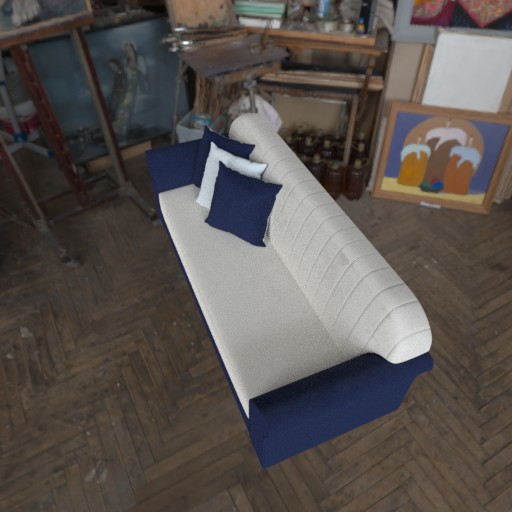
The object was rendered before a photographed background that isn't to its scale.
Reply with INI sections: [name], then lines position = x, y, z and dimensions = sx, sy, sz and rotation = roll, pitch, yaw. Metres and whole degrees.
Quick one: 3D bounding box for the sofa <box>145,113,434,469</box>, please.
[sofa]
position = 0.000, 0.000, 2.477
dimensions = 0.749, 0.789, 2.006
rotation = -17, 49, -16
